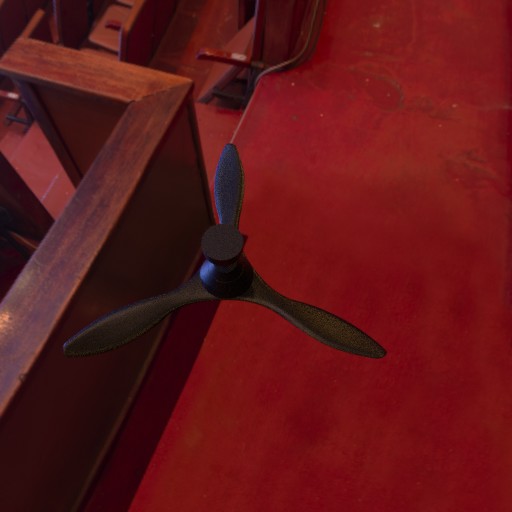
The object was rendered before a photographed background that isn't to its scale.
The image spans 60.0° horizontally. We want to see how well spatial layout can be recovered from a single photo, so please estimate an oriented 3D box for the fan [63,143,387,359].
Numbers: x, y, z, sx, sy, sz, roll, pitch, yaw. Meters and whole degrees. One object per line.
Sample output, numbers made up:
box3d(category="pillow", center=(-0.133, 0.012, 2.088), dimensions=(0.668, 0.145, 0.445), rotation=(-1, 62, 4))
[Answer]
box3d(category="fan", center=(0.000, 0.000, 1.611), dimensions=(1.067, 0.305, 1.067), rotation=(16, 64, 8))
